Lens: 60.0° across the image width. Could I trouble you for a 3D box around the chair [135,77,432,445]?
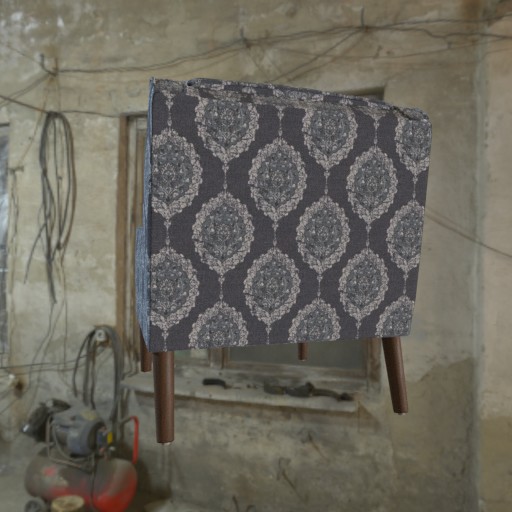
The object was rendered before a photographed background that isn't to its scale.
[{"bbox_3d":[0.000,0.000,1.298,0.663,0.792,0.743,0,0,-18],"label":"chair"}]
